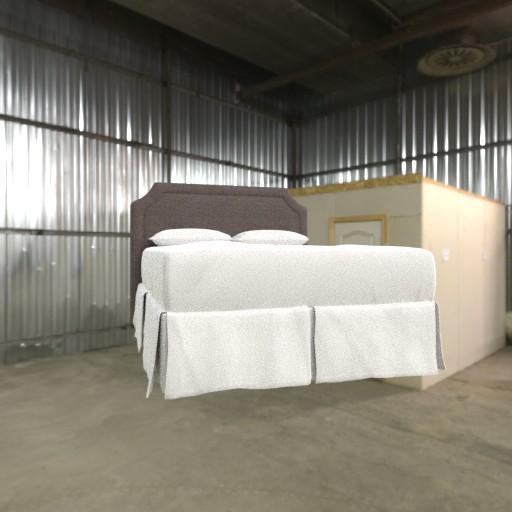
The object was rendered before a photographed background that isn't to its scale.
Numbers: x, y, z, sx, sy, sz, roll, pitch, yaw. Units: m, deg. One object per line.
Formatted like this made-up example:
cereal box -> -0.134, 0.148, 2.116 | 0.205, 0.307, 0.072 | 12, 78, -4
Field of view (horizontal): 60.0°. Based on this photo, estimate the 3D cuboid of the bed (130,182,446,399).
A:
bed -> 0.000, 0.000, 3.190 | 1.693, 1.290, 2.116 | 0, 1, -17
